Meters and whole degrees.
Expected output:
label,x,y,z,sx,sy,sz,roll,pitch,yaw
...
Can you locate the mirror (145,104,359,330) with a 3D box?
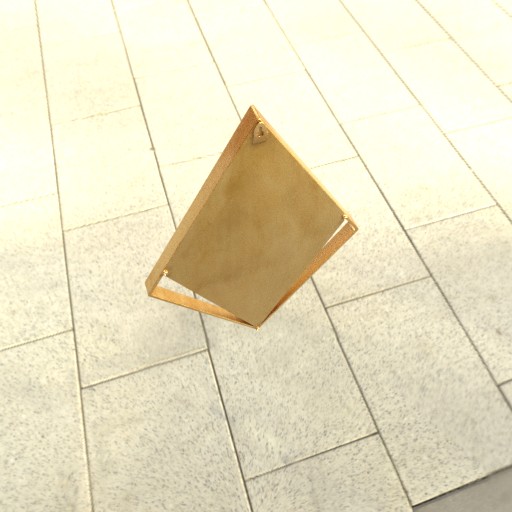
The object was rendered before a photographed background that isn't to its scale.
label,x,y,z,sx,sy,sz,roll,pitch,yaw
mirror,0.000,0.000,0.834,0.419,0.679,0.032,-17,60,-10
